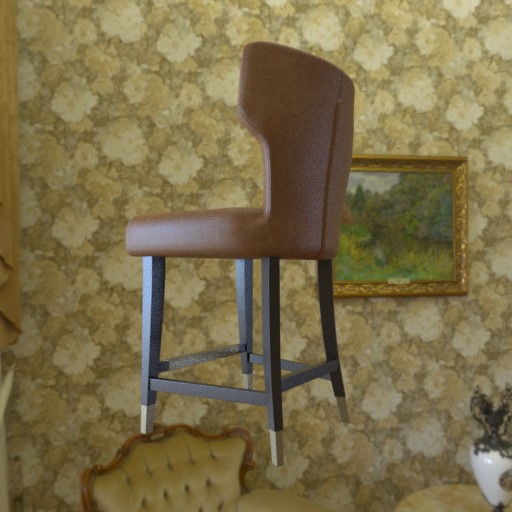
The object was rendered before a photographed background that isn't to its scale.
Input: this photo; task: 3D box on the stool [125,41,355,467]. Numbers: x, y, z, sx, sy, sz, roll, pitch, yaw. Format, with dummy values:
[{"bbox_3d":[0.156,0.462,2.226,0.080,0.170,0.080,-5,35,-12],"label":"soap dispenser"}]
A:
[{"bbox_3d":[0.000,0.000,1.300,0.563,0.982,0.526,-1,-2,37],"label":"stool"}]
